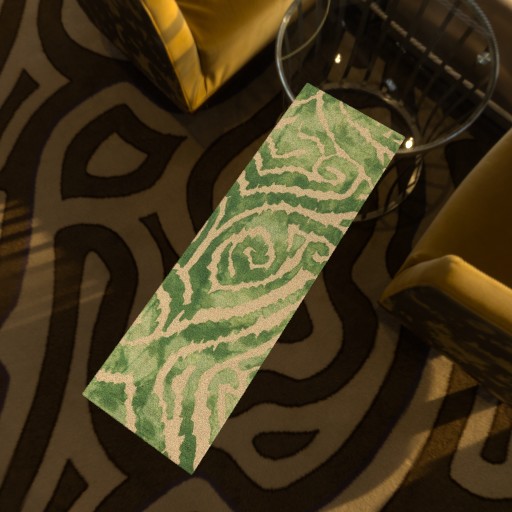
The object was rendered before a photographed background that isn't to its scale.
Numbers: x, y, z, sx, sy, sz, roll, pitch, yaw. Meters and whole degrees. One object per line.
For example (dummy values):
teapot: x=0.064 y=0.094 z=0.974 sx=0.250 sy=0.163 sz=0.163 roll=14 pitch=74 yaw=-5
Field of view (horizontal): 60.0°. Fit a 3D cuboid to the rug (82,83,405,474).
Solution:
rug: x=0.000 y=0.000 z=2.720 sx=0.761 sy=0.006 sz=2.438 roll=32 pitch=77 yaw=8
